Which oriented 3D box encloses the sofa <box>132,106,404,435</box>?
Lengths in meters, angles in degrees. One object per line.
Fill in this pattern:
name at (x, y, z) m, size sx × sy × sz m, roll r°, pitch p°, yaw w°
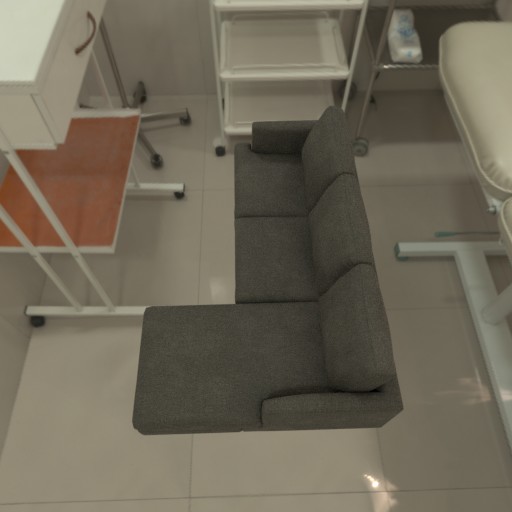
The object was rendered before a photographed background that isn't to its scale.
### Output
sofa at (0.000, 0.000, 3.091) m, size 1.504 × 0.956 × 2.233 m, roll -2°, pitch 59°, yaw -1°
